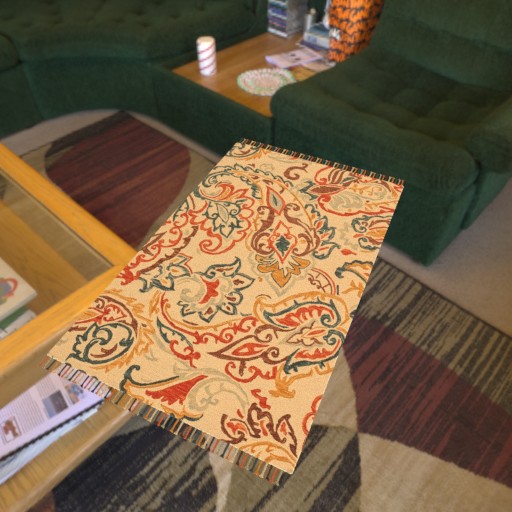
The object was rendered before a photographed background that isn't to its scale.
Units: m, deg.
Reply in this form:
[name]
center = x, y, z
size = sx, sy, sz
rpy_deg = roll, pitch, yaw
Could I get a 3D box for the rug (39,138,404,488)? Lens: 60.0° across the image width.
[rug]
center = 0.000, 0.000, 3.087
size = 1.523, 0.010, 2.584
rpy_deg = 19, 50, 17
